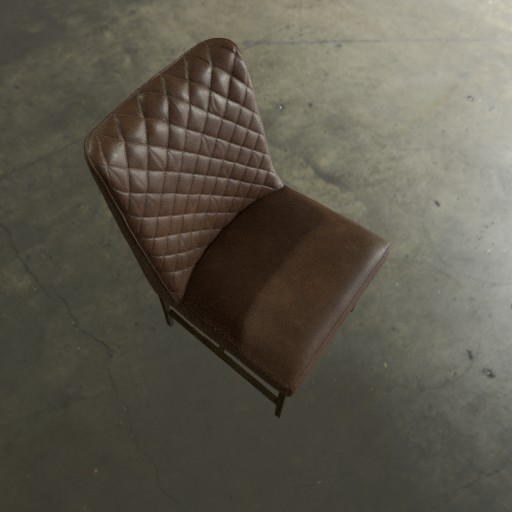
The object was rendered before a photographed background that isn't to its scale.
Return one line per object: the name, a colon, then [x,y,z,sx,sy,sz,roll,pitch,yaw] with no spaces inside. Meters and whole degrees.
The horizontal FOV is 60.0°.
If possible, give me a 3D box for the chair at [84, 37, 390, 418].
chair: [0.000,0.000,1.223,0.587,0.889,0.508,33,66,17]
